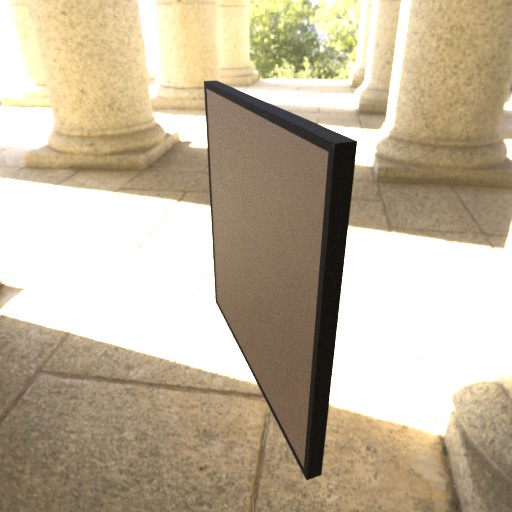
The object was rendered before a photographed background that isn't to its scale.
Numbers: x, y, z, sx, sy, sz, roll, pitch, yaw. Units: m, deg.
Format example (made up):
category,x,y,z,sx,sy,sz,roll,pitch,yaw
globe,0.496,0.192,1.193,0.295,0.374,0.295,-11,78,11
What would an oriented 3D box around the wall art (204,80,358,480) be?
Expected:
category,x,y,z,sx,sy,sz,roll,pitch,yaw
wall art,0.000,0.000,1.143,0.038,0.762,0.762,-10,30,-18
